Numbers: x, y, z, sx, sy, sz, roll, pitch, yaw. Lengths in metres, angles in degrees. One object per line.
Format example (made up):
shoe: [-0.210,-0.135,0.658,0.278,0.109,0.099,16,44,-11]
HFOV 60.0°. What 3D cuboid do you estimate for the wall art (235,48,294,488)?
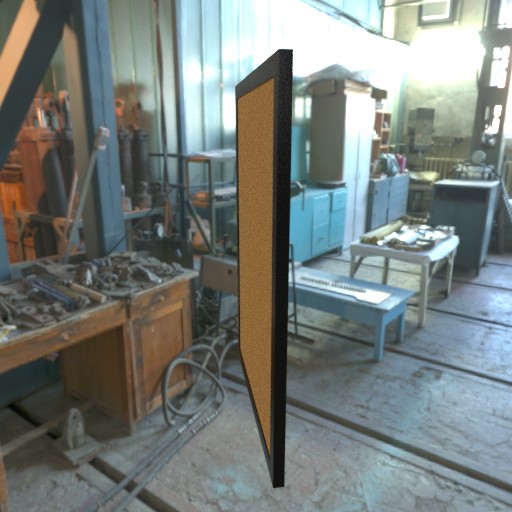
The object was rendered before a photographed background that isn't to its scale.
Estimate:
wall art: [0.000,0.000,0.853,0.019,0.656,0.462,-2,16,-9]
